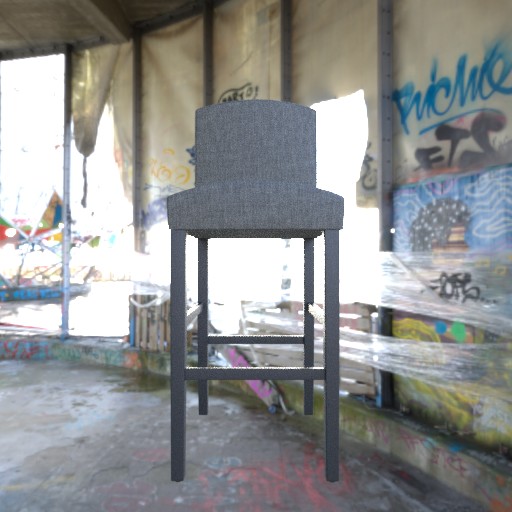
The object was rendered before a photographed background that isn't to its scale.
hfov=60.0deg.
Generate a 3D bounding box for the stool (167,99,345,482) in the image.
[{"bbox_3d":[0.000,0.000,1.363,0.451,1.138,0.552,0,0,0],"label":"stool"}]
